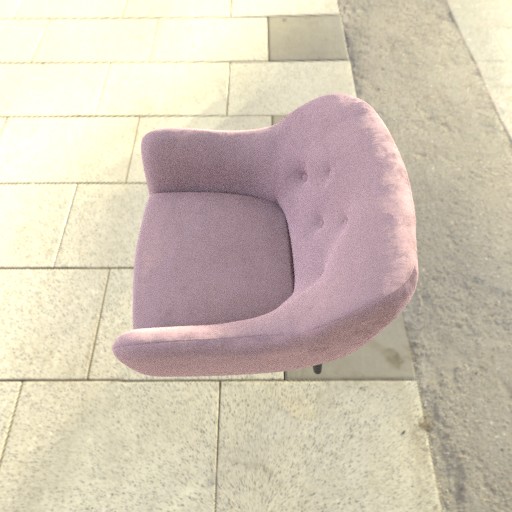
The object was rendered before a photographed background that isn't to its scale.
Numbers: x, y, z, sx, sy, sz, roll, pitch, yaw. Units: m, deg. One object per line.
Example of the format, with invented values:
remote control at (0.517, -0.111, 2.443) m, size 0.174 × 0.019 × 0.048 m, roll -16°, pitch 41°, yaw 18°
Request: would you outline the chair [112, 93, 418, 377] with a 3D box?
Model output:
chair at (0.000, 0.000, 1.512) m, size 0.820 × 0.820 × 0.840 m, roll -2°, pitch 58°, yaw -1°
